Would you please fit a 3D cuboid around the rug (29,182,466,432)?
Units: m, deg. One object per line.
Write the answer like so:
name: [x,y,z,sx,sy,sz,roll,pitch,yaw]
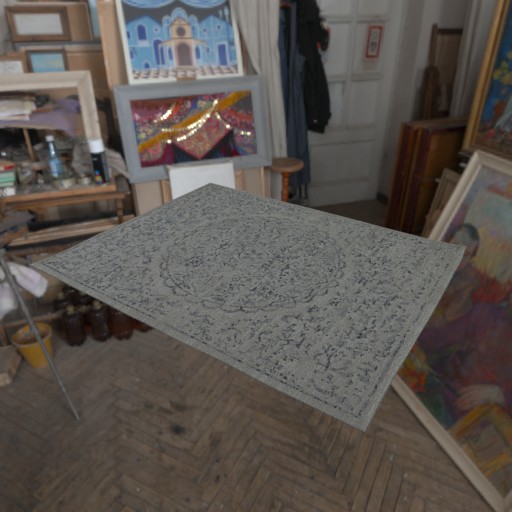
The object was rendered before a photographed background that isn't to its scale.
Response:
rug: [0.000,0.000,3.770,2.925,0.026,2.343,19,35,29]
